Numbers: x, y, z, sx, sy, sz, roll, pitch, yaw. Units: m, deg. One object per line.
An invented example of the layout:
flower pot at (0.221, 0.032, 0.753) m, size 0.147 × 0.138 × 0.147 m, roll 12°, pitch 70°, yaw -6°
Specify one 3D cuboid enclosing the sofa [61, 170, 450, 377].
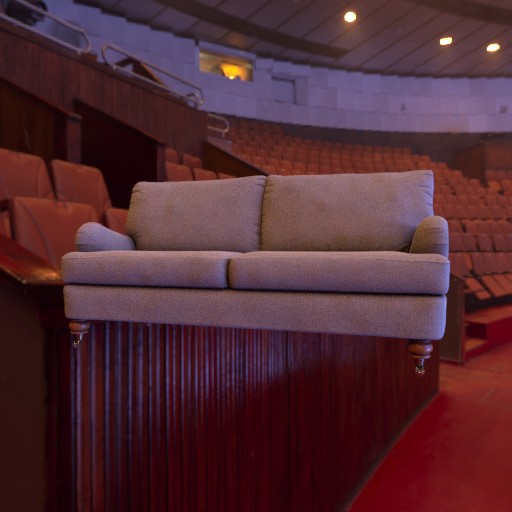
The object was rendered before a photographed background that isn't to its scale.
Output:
sofa at (0.000, 0.000, 2.796) m, size 2.193 × 1.096 × 1.069 m, roll 0°, pitch 1°, yaw 18°
